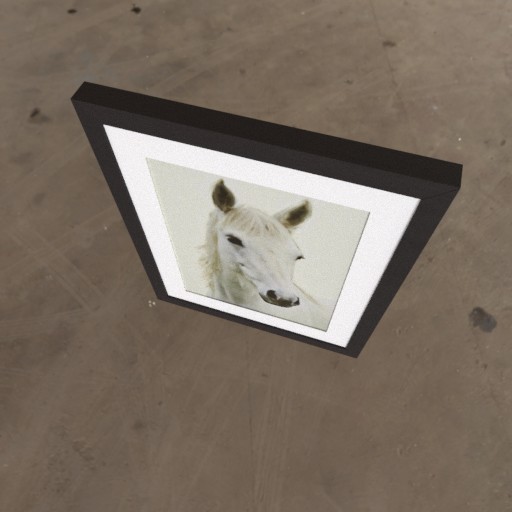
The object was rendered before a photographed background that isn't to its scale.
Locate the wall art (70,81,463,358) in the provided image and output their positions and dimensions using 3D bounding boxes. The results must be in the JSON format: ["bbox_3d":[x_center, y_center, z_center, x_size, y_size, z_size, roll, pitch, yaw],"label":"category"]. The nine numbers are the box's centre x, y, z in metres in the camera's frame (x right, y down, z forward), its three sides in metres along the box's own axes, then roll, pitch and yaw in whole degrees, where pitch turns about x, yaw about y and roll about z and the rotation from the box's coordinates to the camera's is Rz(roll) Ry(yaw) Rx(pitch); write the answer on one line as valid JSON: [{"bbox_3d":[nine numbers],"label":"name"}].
[{"bbox_3d":[0.000,0.000,0.739,0.455,0.552,0.034,15,60,9],"label":"wall art"}]
